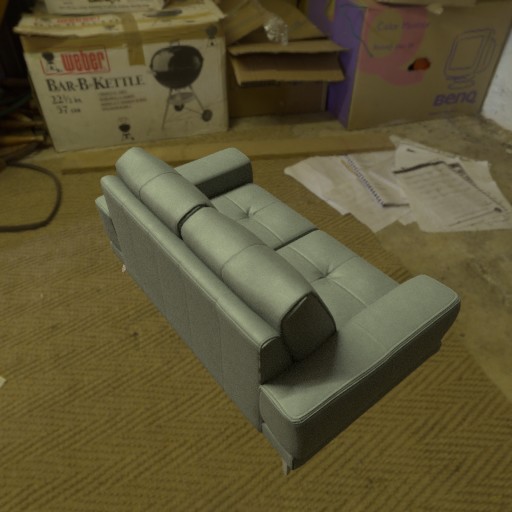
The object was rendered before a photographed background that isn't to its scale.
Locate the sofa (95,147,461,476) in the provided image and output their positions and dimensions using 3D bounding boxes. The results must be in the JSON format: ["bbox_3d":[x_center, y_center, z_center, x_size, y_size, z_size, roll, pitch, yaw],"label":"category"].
[{"bbox_3d":[0.000,0.000,2.325,1.018,0.907,1.806,-28,49,-27],"label":"sofa"}]
